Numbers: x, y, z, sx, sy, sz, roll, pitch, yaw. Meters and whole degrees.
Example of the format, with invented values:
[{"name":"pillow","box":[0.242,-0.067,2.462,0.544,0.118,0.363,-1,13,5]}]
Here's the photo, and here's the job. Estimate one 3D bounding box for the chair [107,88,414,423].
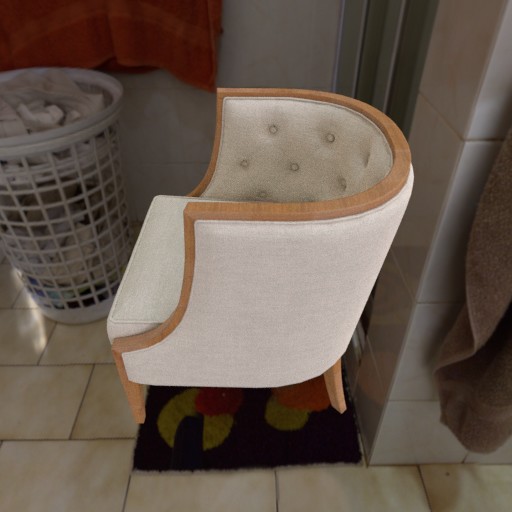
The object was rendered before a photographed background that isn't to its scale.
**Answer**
[{"name":"chair","box":[0.000,0.000,1.347,0.757,0.775,0.711,1,40,1]}]
